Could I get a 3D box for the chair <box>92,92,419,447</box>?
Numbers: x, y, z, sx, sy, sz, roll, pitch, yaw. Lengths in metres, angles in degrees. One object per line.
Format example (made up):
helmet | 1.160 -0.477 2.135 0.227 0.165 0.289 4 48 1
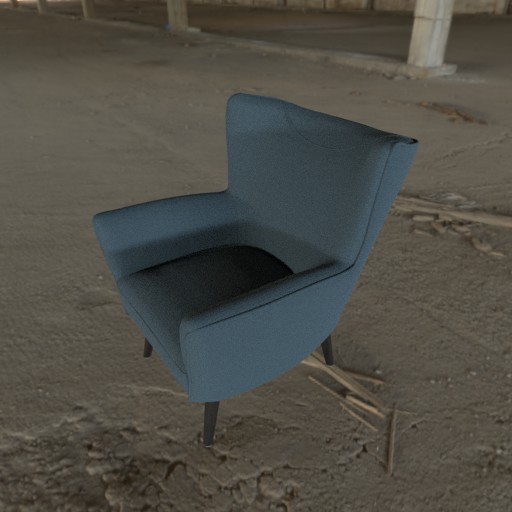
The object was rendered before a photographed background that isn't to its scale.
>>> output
chair | 0.000 0.000 1.549 0.888 0.933 0.781 -20 37 -29
